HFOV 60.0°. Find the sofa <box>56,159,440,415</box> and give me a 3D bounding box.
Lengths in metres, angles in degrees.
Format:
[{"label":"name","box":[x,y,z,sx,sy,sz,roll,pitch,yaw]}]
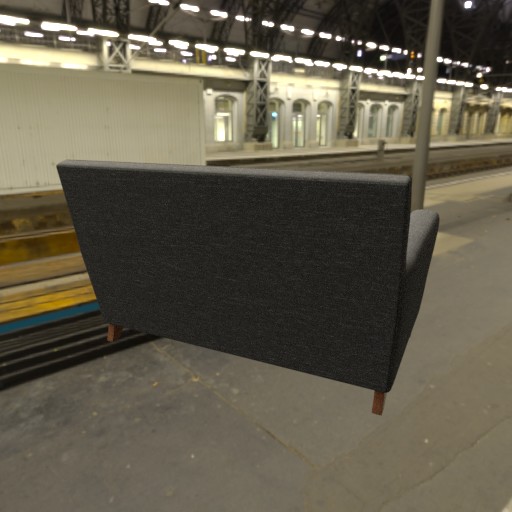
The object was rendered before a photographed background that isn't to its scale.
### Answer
[{"label":"sofa","box":[0.000,0.000,1.963,1.420,0.846,0.875,8,18,25]}]
